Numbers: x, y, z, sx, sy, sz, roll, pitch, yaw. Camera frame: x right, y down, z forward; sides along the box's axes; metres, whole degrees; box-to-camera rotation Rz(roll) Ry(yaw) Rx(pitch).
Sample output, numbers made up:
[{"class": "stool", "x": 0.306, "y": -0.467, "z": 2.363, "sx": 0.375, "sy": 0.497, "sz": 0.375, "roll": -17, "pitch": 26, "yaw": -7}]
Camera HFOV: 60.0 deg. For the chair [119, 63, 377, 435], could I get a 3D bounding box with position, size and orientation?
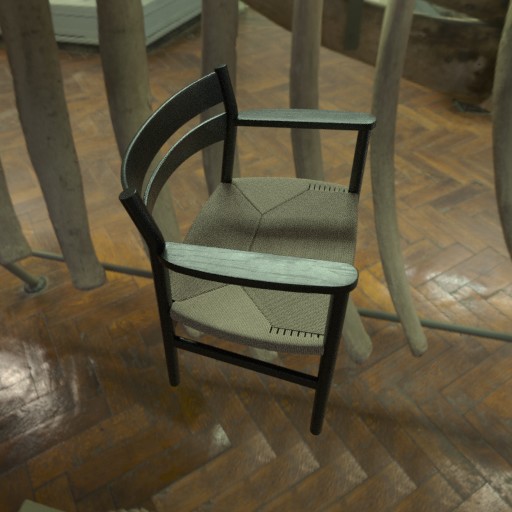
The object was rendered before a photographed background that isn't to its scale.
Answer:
[{"class": "chair", "x": 0.000, "y": 0.000, "z": 1.187, "sx": 0.508, "sy": 0.775, "sz": 0.630, "roll": 10, "pitch": 47, "yaw": 10}]
